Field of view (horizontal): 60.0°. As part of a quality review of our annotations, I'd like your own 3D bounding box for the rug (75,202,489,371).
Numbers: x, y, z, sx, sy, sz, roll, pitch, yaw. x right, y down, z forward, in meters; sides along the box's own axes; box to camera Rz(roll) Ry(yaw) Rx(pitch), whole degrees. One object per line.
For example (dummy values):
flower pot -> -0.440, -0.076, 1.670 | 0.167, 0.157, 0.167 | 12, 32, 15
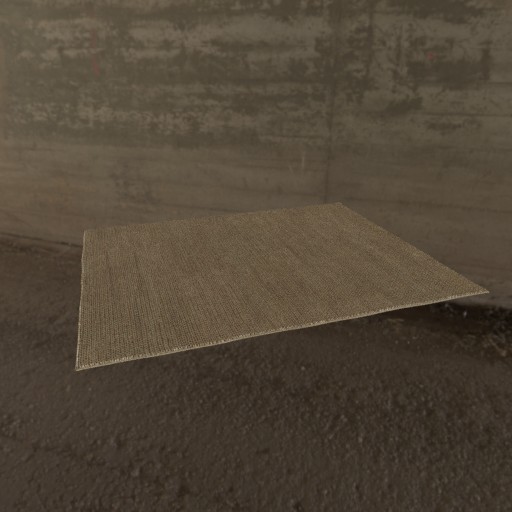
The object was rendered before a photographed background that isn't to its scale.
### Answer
rug -> 0.000, 0.000, 4.087 | 3.052, 0.030, 2.429 | -8, 25, -17
